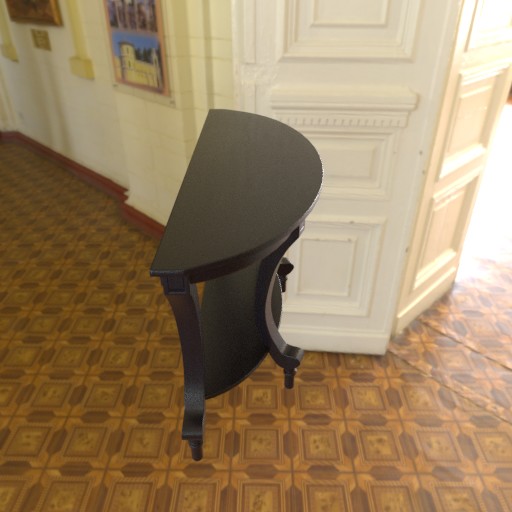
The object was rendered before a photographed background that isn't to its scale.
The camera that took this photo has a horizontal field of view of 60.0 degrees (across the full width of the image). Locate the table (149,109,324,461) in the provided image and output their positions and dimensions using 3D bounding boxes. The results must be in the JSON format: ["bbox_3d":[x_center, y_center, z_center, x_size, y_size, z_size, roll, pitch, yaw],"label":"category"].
[{"bbox_3d":[0.000,0.000,1.524,0.394,0.692,1.198,0,32,0],"label":"table"}]
